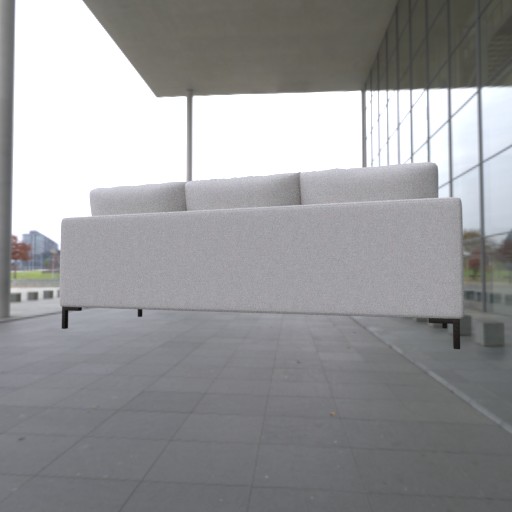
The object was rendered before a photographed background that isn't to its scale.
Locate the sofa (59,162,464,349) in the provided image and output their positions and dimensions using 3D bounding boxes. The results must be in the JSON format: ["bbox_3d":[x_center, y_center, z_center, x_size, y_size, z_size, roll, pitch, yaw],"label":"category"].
[{"bbox_3d":[0.000,0.000,2.695,2.218,0.874,0.859,-1,-2,19],"label":"sofa"}]
